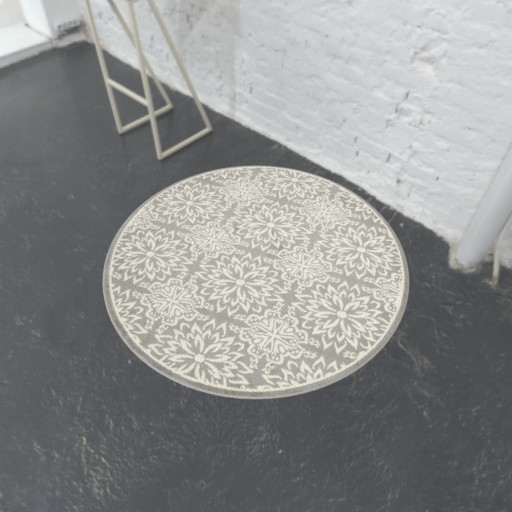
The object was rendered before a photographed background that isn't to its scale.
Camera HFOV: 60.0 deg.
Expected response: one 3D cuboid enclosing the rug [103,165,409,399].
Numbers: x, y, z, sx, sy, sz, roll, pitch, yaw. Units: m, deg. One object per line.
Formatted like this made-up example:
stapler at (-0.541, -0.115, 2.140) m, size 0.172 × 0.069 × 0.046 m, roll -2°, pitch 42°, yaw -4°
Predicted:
rug at (0.000, 0.000, 2.364) m, size 1.593 × 0.012 × 1.593 m, roll 0°, pitch 48°, yaw 0°
